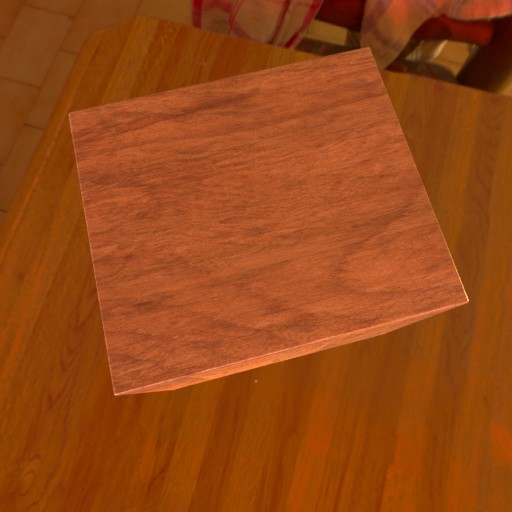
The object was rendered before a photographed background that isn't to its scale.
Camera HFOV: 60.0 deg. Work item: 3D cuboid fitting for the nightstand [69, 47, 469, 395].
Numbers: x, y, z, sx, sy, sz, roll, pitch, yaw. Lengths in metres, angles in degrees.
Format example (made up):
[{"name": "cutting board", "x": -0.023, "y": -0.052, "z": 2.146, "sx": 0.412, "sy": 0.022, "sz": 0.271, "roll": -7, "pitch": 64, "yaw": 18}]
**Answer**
[{"name": "nightstand", "x": 0.000, "y": 0.000, "z": 0.869, "sx": 0.457, "sy": 0.559, "sz": 0.406, "roll": -14, "pitch": 75, "yaw": -4}]
